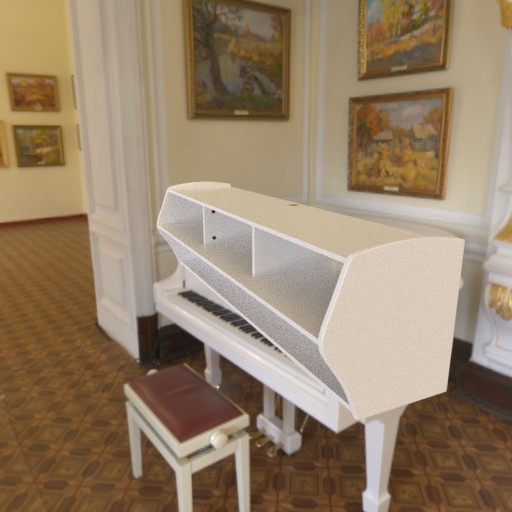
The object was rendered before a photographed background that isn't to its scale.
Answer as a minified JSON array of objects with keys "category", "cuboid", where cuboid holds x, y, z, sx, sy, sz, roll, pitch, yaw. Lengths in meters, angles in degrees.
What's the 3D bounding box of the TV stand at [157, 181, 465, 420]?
[{"category":"TV stand","cuboid":[0.000,0.000,1.660,0.397,0.424,1.473,-7,16,-25]}]
